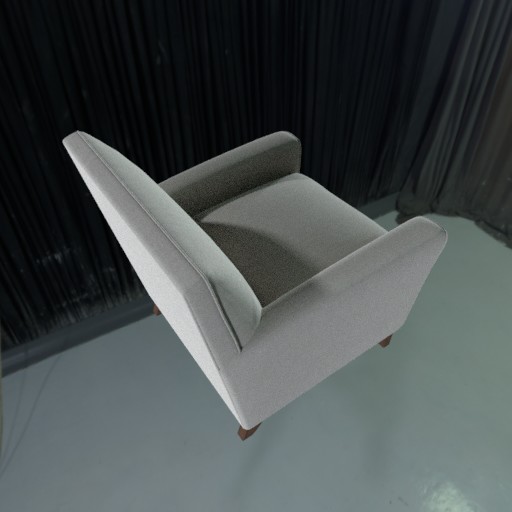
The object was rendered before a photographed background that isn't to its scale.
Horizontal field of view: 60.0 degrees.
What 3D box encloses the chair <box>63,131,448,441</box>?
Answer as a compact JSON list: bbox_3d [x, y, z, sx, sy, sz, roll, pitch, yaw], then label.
[{"bbox_3d":[0.000,0.000,1.534,0.871,0.846,0.840,-25,48,-25],"label":"chair"}]
